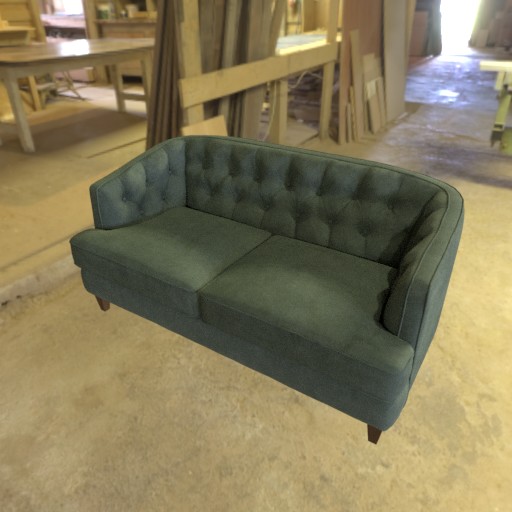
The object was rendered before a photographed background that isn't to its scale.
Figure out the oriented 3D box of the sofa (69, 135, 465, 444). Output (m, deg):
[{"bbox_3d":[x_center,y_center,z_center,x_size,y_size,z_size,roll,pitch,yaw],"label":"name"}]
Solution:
[{"bbox_3d":[0.000,0.000,2.185,1.733,0.855,0.941,18,35,28],"label":"sofa"}]
